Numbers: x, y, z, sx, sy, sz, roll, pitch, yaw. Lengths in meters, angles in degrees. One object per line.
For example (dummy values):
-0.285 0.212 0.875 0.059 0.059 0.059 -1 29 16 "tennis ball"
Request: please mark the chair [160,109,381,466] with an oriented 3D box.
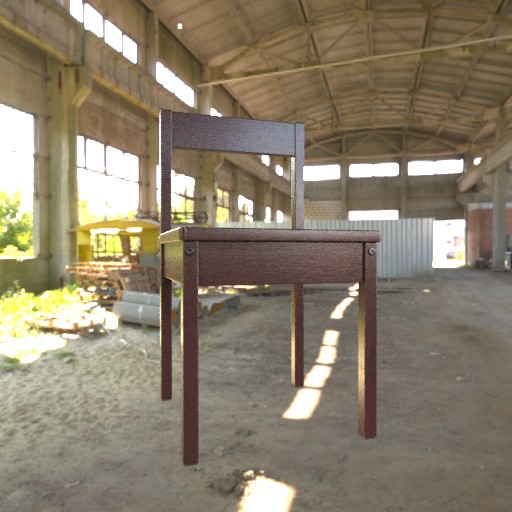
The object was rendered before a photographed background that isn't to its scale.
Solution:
0.000 0.000 0.917 0.367 0.668 0.361 0 1 -18 "chair"
